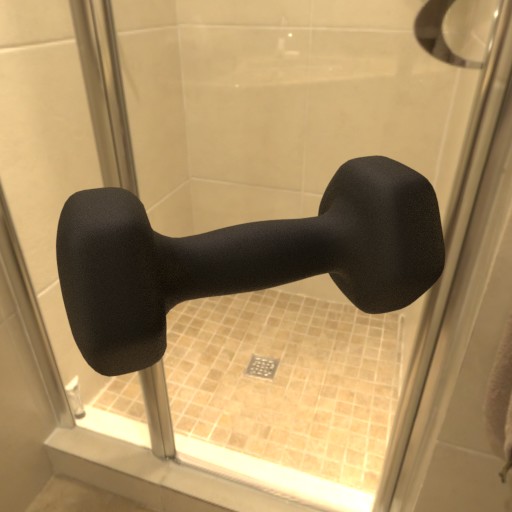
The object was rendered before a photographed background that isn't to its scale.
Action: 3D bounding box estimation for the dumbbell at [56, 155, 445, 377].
[{"bbox_3d":[0.000,0.000,0.285,0.231,0.101,0.112,-10,32,-16],"label":"dumbbell"}]
